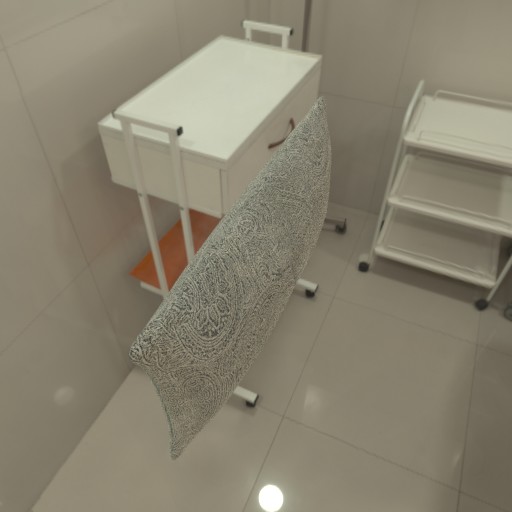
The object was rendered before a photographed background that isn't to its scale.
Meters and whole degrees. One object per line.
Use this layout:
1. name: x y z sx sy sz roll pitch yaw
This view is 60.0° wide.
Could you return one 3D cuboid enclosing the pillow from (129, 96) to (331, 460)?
1. pillow: 0.000 0.000 0.740 0.151 0.295 0.615 18 48 17
